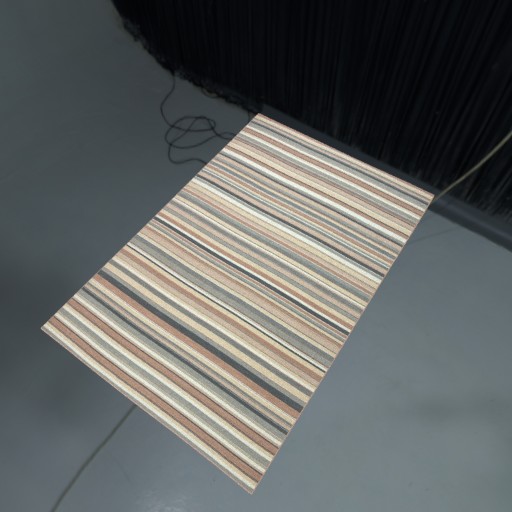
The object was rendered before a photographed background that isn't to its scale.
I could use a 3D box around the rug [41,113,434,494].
[{"bbox_3d":[0.000,0.000,2.311,1.219,0.008,1.829,30,63,18],"label":"rug"}]
